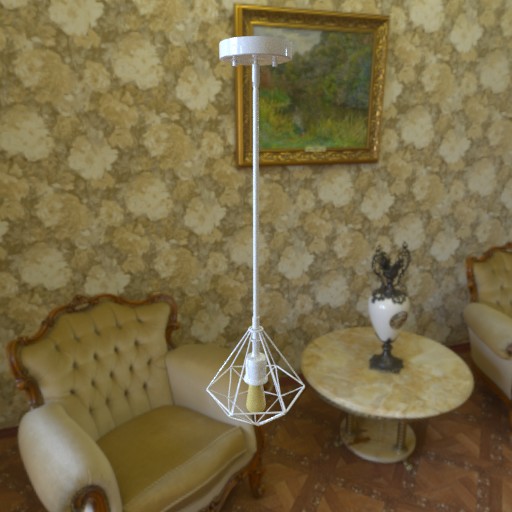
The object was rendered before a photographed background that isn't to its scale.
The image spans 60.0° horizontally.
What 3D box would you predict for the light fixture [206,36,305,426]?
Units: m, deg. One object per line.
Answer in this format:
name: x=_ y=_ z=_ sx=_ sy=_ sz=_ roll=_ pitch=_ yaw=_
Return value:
light fixture: x=0.000 y=0.000 z=2.012 sx=0.431 sy=1.764 sz=0.487 roll=7 pitch=17 yaw=25
